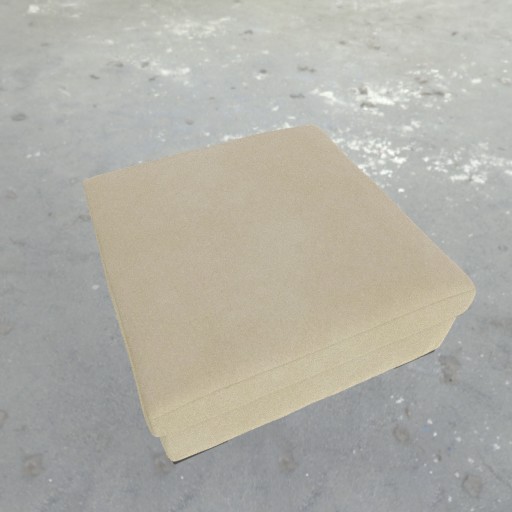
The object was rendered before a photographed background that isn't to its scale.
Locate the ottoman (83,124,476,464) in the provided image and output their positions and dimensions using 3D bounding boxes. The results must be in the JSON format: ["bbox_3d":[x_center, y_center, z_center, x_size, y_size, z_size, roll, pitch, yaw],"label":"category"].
[{"bbox_3d":[0.000,0.000,1.854,1.190,0.522,1.205,-18,49,-16],"label":"ottoman"}]
